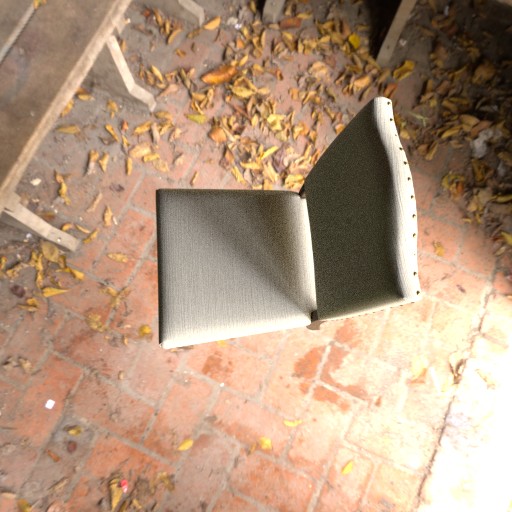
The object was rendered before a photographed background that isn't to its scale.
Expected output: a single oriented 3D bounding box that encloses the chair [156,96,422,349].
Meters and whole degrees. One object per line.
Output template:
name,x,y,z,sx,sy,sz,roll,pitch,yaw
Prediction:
chair,0.000,0.000,1.342,0.619,1.015,0.508,-4,77,-1
